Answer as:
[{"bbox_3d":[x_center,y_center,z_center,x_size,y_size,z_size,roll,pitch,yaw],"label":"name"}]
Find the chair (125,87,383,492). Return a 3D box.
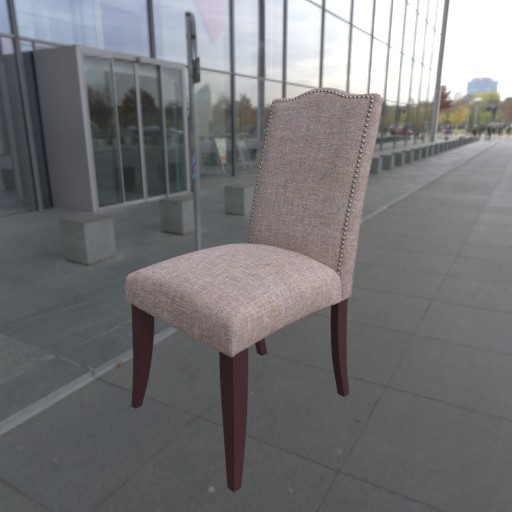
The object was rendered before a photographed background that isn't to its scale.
[{"bbox_3d":[0.000,0.000,1.379,0.660,1.016,0.513,-15,22,-42],"label":"chair"}]
